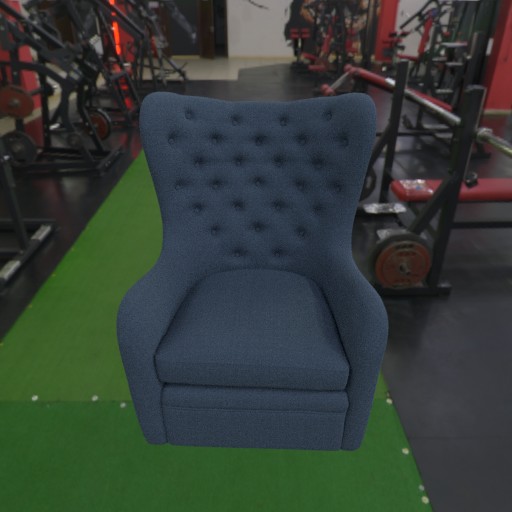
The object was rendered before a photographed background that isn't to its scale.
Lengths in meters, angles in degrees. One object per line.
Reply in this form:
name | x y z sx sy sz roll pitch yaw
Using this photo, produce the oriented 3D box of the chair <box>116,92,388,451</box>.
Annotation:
chair | 0.000 0.000 1.667 0.831 1.079 0.930 1 30 2
